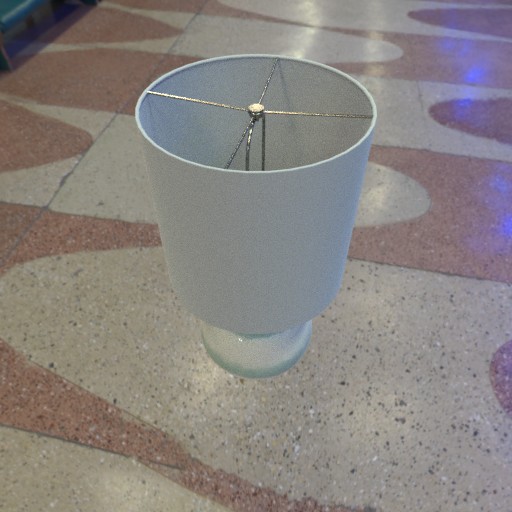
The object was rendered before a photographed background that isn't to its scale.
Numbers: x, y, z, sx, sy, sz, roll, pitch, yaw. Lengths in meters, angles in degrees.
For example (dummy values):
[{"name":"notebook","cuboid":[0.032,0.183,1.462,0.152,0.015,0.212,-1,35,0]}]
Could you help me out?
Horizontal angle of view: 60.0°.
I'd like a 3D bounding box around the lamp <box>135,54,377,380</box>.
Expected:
[{"name":"lamp","cuboid":[0.000,0.000,0.549,0.217,0.404,0.217,9,47,9]}]
